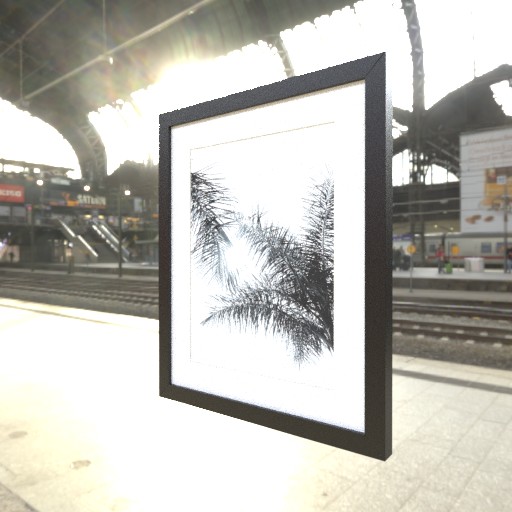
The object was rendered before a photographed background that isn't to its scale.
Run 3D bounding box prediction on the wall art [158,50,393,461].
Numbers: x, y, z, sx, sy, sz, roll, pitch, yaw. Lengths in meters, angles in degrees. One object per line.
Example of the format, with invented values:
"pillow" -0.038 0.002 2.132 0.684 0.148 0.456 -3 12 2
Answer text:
"wall art" 0.000 0.000 0.748 0.457 0.557 0.028 0 0 37
